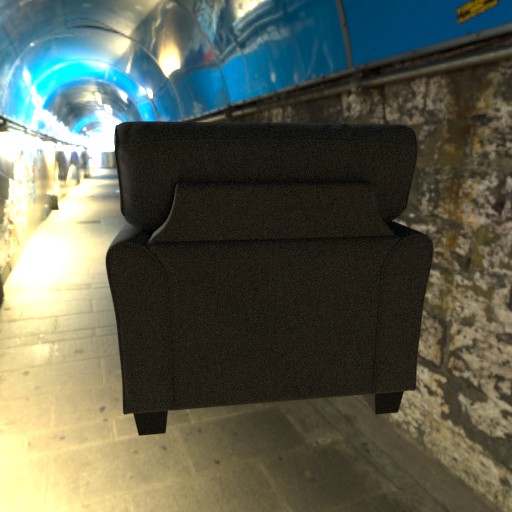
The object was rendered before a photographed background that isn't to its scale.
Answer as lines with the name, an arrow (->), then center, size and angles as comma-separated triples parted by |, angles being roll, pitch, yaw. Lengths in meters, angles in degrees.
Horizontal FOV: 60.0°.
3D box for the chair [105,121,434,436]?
chair -> 0.000, 0.000, 1.604 | 0.941, 0.890, 0.816 | -2, 13, -8
